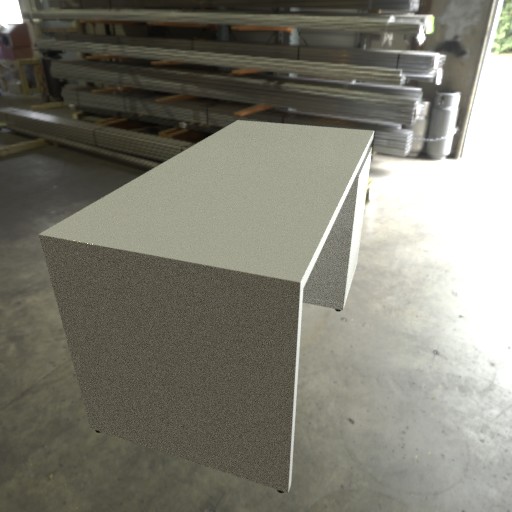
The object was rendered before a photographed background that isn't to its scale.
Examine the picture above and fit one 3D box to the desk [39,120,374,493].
[{"bbox_3d":[0.000,0.000,1.792,0.690,0.740,1.400,10,31,17],"label":"desk"}]
